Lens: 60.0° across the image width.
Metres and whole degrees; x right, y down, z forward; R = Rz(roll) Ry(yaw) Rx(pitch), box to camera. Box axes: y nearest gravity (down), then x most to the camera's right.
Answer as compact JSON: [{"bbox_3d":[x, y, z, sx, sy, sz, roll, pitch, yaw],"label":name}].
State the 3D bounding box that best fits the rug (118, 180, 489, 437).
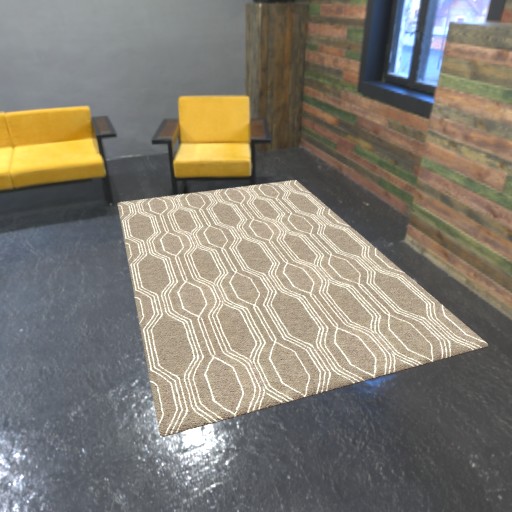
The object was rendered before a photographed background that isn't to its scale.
[{"bbox_3d":[0.000,0.000,2.251,1.239,0.012,1.836,-10,32,-16],"label":"rug"}]
